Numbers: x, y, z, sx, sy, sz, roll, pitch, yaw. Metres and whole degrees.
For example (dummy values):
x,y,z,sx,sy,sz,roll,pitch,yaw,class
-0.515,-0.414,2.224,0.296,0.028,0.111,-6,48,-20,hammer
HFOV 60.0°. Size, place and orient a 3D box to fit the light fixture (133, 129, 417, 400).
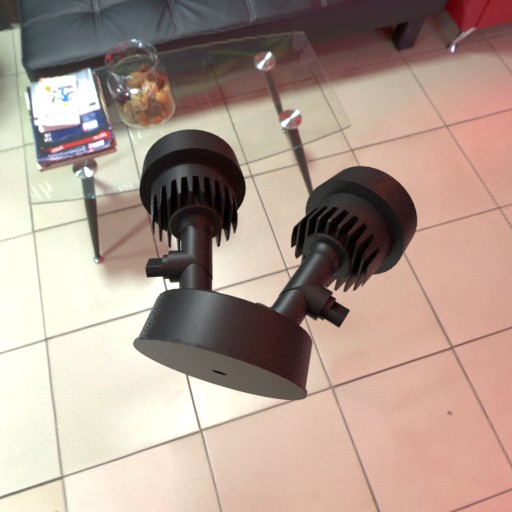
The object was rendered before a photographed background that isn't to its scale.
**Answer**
x,y,z,sx,sy,sz,roll,pitch,yaw,class
0.000,0.000,0.309,0.213,0.120,0.168,14,65,7,light fixture
